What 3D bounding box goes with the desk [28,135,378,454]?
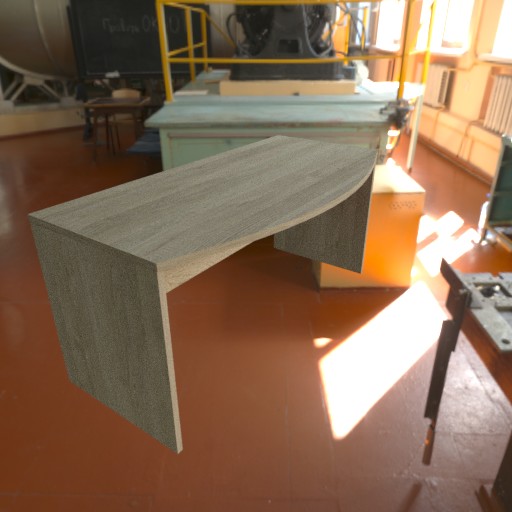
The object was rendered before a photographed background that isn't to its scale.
[{"bbox_3d":[0.000,0.000,2.077,0.802,0.752,1.600,18,32,31],"label":"desk"}]
